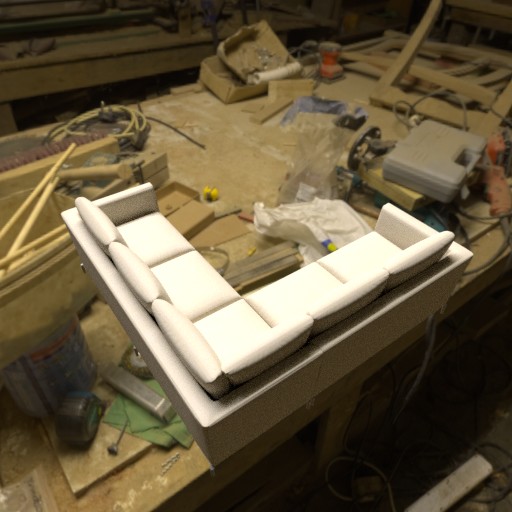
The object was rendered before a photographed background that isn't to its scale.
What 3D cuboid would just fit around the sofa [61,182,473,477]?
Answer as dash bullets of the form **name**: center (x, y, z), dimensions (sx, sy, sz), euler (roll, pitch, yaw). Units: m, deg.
- **sofa**: center (0.000, 0.000, 3.777), dimensions (2.430, 0.867, 2.448), euler (-25, 47, -26)
